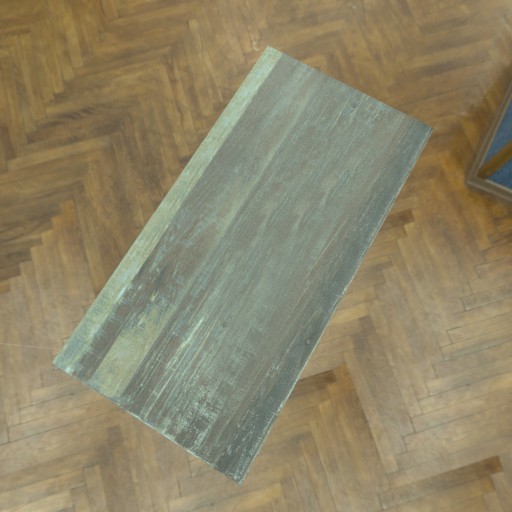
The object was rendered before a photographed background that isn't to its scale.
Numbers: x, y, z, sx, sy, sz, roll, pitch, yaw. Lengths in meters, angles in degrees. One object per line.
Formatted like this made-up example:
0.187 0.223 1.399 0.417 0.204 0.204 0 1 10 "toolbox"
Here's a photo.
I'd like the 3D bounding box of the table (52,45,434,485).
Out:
0.000 0.000 1.390 0.554 0.399 1.088 30 78 7 "table"
